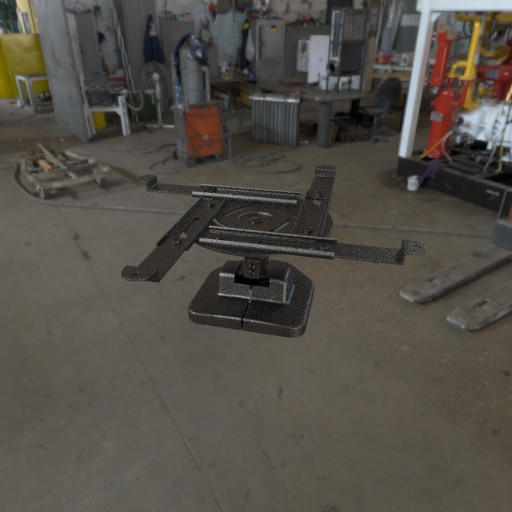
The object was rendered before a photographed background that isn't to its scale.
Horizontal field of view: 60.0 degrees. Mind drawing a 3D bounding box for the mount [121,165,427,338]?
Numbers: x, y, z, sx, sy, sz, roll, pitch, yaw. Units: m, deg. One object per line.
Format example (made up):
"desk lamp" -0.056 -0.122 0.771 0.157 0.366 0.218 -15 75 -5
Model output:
"mount" 0.000 0.000 0.588 0.394 0.141 0.394 7 29 12
